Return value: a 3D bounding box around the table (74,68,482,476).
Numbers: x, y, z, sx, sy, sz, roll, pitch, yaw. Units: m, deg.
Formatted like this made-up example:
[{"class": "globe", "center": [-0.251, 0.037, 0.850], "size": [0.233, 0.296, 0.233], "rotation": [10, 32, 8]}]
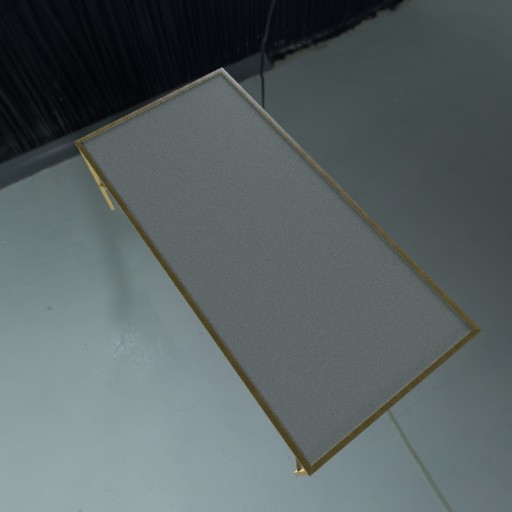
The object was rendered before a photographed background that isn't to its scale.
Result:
[{"class": "table", "center": [0.000, 0.000, 1.475], "size": [0.580, 0.398, 1.206], "rotation": [-33, 68, -15]}]
